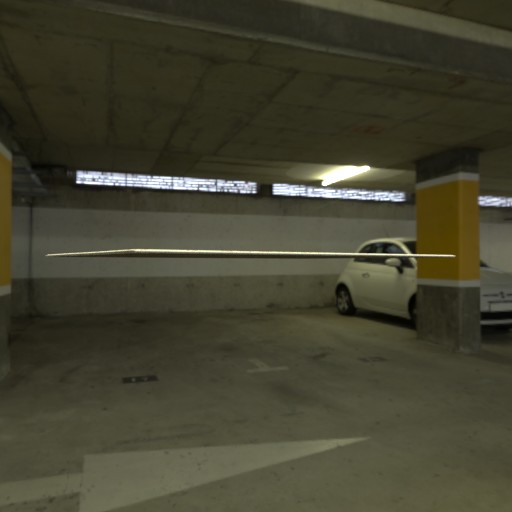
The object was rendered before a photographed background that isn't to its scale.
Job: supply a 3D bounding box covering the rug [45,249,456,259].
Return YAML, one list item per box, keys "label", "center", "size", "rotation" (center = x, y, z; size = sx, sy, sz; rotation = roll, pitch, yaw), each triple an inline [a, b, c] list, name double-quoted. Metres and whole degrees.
- label: "rug"
  center: [0.000, 0.000, 3.547]
  size: [2.746, 0.018, 1.819]
  rotation: [1, -1, -37]
